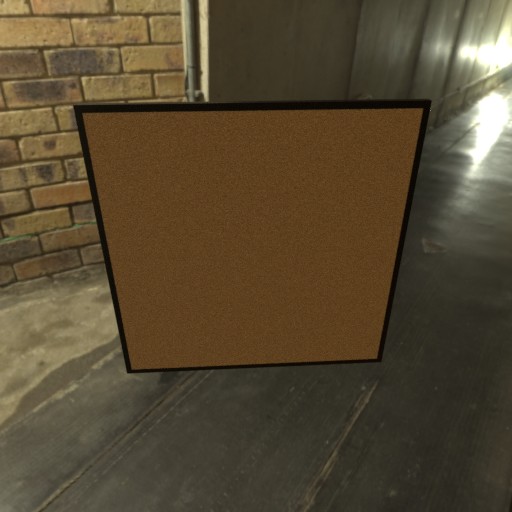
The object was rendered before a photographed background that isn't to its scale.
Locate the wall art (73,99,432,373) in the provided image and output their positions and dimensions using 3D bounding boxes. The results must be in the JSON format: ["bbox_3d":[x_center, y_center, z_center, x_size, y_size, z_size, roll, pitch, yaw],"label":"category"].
[{"bbox_3d":[0.000,0.000,0.684,0.457,0.458,0.012,-2,30,-3],"label":"wall art"}]
